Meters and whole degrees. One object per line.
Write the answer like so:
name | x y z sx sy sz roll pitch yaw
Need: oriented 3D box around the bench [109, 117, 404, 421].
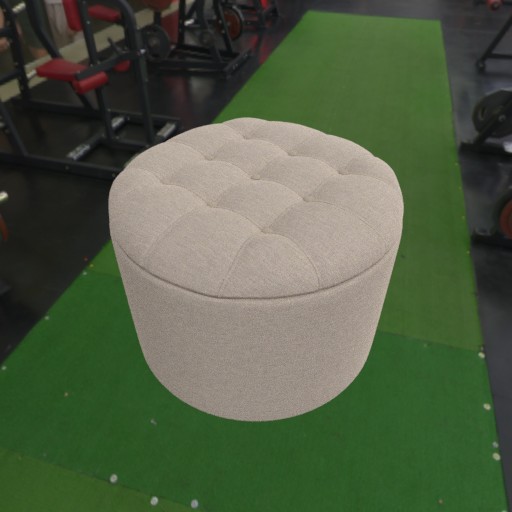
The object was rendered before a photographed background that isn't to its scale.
bench | 0.000 0.000 1.027 0.600 0.454 0.600 0 40 0
